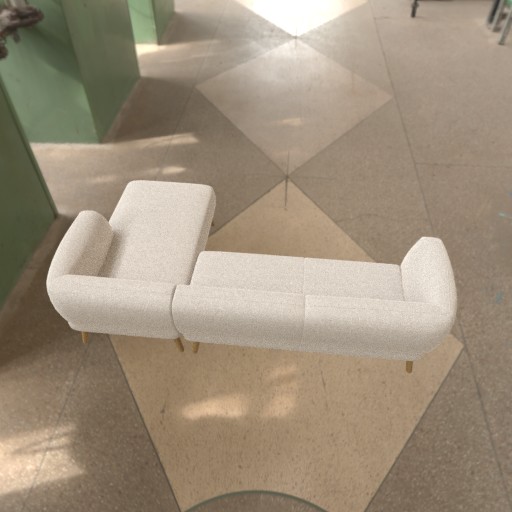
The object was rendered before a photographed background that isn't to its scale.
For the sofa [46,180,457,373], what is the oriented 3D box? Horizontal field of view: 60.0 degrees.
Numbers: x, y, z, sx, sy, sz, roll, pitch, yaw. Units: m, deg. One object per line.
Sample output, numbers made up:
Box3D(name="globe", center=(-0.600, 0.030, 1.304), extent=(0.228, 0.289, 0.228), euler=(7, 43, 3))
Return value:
Box3D(name="sofa", center=(0.000, 0.000, 3.431), extent=(2.660, 0.730, 1.610), euler=(4, 46, 4))
